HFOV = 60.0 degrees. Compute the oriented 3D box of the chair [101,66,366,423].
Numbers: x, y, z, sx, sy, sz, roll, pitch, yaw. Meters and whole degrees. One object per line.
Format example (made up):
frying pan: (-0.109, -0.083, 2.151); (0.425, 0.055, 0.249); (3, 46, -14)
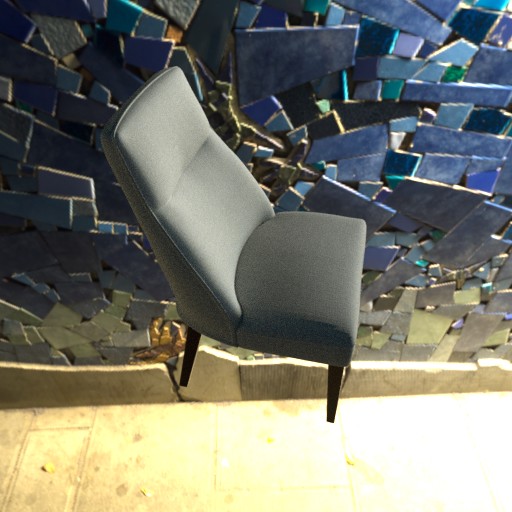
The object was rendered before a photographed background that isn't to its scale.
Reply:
chair: (0.000, 0.000, 1.293); (0.620, 0.930, 0.500); (9, 45, 9)
